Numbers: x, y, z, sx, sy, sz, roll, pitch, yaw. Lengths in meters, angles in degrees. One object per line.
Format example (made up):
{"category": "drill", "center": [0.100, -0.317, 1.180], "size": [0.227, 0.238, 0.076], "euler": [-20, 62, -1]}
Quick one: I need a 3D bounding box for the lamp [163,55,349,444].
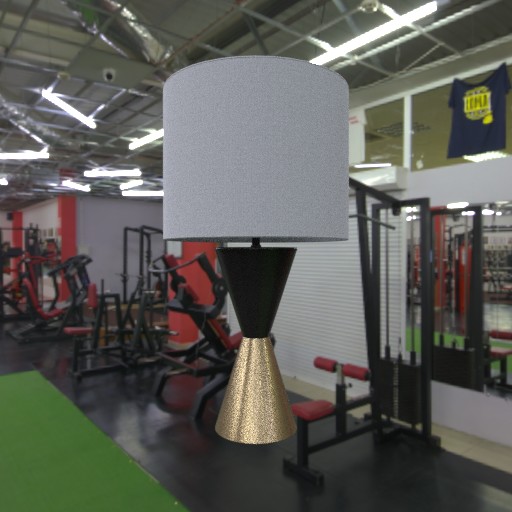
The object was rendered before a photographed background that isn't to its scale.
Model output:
{"category": "lamp", "center": [0.000, 0.000, 0.742], "size": [0.304, 0.573, 0.304], "euler": [0, 0, -36]}
